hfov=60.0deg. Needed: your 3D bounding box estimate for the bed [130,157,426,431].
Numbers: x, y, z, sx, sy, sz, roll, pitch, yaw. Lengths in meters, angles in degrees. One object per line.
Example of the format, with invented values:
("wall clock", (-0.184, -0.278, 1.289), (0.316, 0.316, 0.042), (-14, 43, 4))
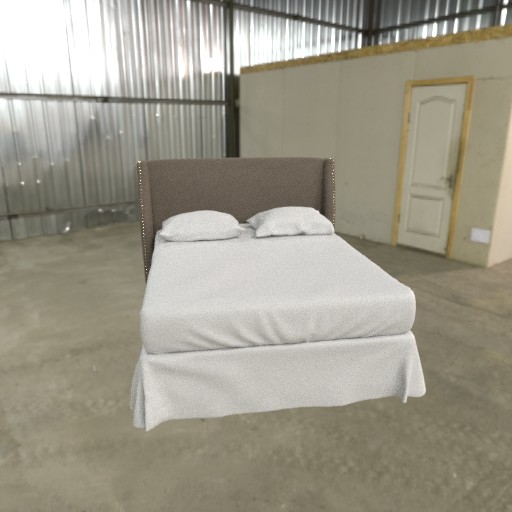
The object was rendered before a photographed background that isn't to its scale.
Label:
("bed", (0.000, 0.000, 3.484), (1.925, 1.332, 2.276), (-3, 18, -9))
